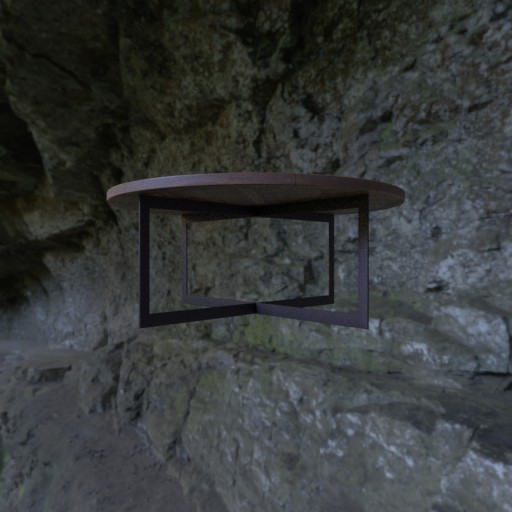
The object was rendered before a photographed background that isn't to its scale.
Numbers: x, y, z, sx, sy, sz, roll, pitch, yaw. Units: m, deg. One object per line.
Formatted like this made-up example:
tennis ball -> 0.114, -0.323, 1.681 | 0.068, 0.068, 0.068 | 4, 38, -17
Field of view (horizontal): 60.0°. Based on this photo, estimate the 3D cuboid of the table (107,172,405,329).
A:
table -> 0.000, 0.000, 1.984 | 1.264, 0.516, 1.264 | 0, 0, 0
